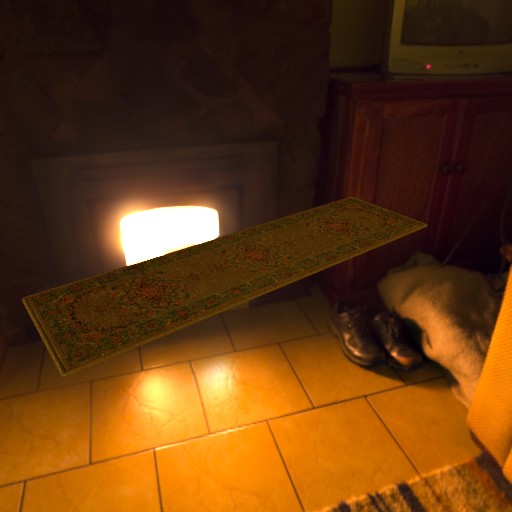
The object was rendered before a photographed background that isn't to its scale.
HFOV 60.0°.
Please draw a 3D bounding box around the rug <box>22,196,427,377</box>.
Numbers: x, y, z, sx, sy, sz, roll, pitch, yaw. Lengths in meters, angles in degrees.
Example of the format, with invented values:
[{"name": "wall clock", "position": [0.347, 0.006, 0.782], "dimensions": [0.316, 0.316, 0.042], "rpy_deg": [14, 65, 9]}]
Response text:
[{"name": "rug", "position": [0.000, 0.000, 2.485], "dimensions": [2.297, 0.019, 0.659], "rpy_deg": [-19, 33, -32]}]
